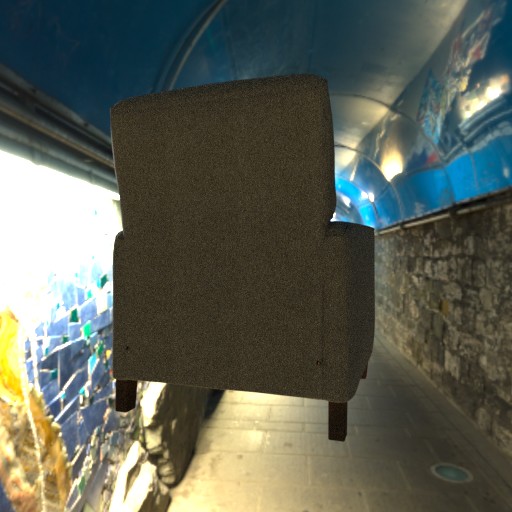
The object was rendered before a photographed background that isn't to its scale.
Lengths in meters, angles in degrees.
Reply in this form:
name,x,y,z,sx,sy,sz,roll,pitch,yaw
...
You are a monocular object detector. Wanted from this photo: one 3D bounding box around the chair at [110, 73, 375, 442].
name,x,y,z,sx,sy,sz,roll,pitch,yaw
chair,0.000,0.000,1.662,0.841,1.028,0.858,0,0,19
